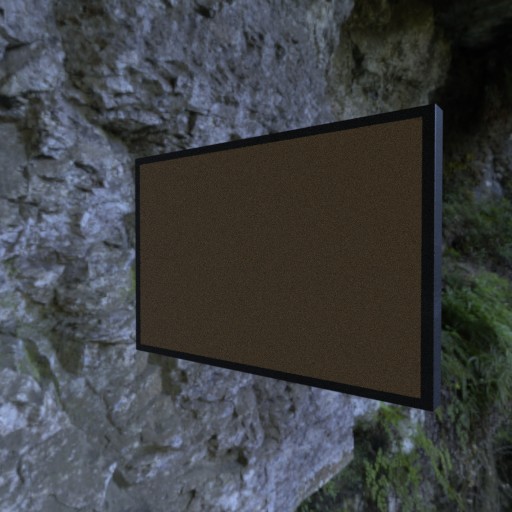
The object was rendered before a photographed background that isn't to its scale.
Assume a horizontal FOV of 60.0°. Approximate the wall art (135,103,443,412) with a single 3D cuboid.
[{"bbox_3d":[0.000,0.000,0.778,0.610,0.409,0.038,1,1,36],"label":"wall art"}]
